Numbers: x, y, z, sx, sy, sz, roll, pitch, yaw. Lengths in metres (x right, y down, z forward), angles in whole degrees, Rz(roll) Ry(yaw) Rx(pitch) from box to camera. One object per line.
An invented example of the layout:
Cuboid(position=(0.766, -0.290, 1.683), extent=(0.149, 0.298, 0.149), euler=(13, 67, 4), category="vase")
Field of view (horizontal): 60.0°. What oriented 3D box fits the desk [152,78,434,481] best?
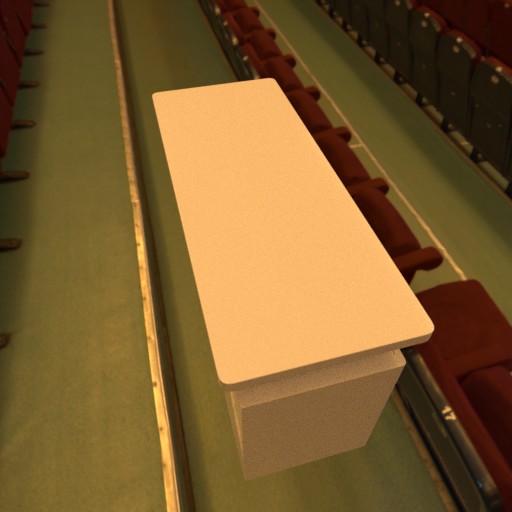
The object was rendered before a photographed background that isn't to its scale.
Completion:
Cuboid(position=(0.000, 0.000, 1.781), extent=(0.550, 0.762, 1.400), euler=(-11, 48, -10), category="desk")
